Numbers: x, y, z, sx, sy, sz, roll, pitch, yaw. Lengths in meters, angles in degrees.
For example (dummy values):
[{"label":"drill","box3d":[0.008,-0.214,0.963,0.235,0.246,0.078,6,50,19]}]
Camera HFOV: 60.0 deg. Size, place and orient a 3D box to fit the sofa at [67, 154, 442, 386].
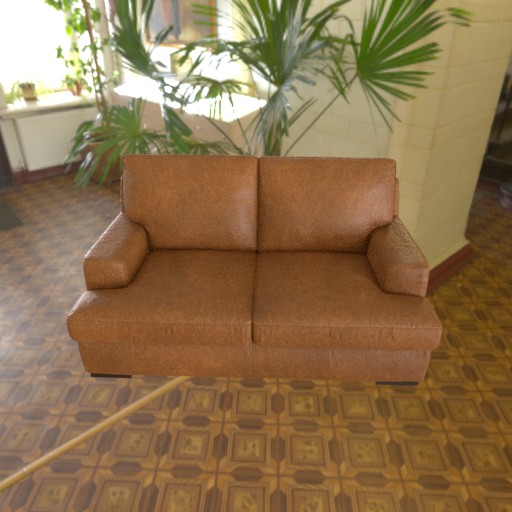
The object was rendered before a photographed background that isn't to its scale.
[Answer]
[{"label":"sofa","box3d":[0.000,0.000,2.567,1.880,0.966,1.144,1,30,2]}]
